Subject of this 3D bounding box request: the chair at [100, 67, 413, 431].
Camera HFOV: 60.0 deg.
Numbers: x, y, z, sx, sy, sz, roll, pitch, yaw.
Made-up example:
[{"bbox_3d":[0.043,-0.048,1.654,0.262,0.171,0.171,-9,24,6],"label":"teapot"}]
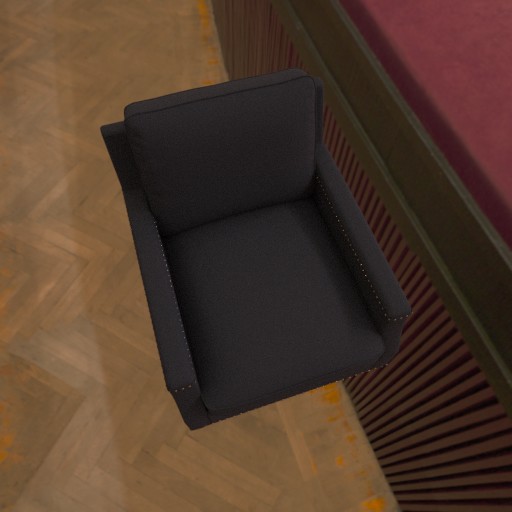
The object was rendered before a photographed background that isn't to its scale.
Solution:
[{"bbox_3d":[0.000,0.000,1.695,0.853,0.943,1.014,-16,62,-9],"label":"chair"}]
